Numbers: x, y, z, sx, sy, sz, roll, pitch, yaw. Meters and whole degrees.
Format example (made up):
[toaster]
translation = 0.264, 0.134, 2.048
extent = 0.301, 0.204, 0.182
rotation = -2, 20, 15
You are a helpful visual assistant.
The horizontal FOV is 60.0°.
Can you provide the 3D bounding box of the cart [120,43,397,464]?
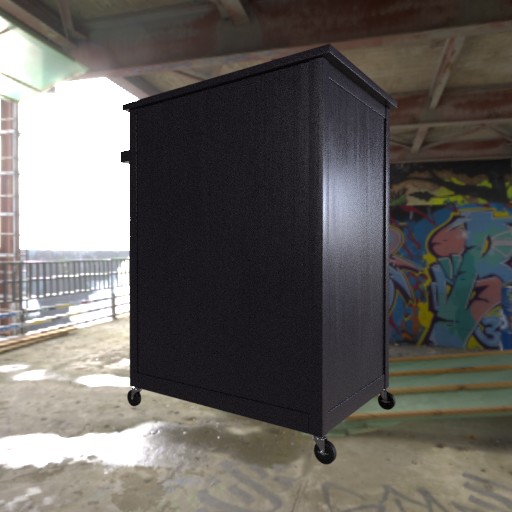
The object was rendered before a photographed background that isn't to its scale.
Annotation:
[cart]
translation = 0.000, 0.000, 1.291
extent = 0.690, 0.878, 0.449
rotation = 1, 1, 35
